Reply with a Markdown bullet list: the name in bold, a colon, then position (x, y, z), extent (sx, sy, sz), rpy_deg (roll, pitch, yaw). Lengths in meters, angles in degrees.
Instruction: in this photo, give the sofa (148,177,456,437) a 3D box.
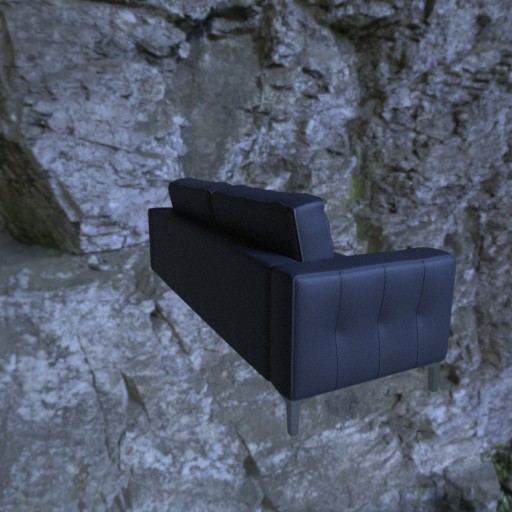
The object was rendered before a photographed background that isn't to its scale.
- **sofa**: position (0.000, 0.000, 2.717), extent (0.833, 0.893, 2.275), rpy_deg (-6, 14, -25)
